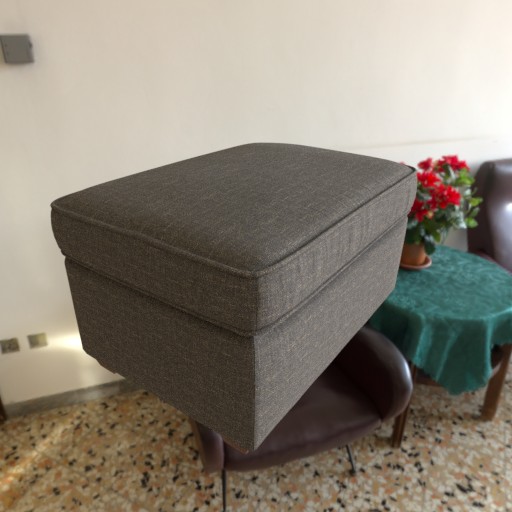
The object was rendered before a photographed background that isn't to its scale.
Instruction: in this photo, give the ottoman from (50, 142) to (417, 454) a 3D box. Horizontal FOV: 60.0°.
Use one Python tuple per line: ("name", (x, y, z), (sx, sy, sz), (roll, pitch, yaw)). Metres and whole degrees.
("ottoman", (0.000, 0.000, 1.090), (0.549, 0.450, 0.749), (17, 31, 32))
